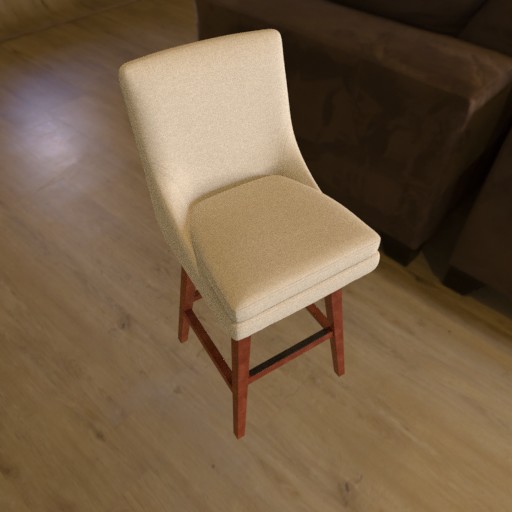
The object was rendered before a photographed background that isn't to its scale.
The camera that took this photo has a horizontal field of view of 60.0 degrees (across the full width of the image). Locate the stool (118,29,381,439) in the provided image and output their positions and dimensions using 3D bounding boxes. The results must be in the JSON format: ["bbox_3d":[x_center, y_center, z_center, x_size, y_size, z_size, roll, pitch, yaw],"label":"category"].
[{"bbox_3d":[0.000,0.000,1.349,0.470,1.092,0.559,-24,51,-21],"label":"stool"}]
